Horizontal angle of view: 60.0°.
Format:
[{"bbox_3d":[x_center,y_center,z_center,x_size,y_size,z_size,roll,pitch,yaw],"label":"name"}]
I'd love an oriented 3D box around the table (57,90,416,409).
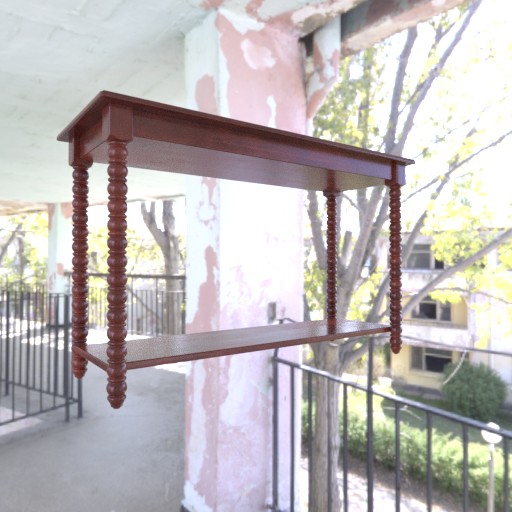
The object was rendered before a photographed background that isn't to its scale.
[{"bbox_3d":[0.000,0.000,1.517,1.184,0.740,0.459,1,-1,-36],"label":"table"}]
